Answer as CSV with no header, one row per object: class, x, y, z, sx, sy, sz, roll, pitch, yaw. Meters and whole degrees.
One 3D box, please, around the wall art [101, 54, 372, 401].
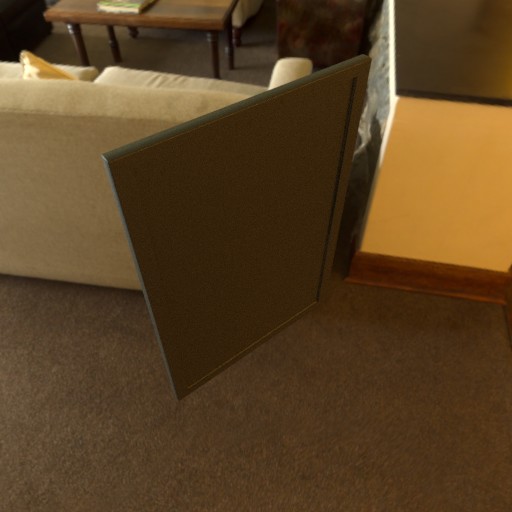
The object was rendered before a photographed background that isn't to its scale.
wall art,0.000,0.000,0.571,0.303,0.431,0.013,-30,54,-24
